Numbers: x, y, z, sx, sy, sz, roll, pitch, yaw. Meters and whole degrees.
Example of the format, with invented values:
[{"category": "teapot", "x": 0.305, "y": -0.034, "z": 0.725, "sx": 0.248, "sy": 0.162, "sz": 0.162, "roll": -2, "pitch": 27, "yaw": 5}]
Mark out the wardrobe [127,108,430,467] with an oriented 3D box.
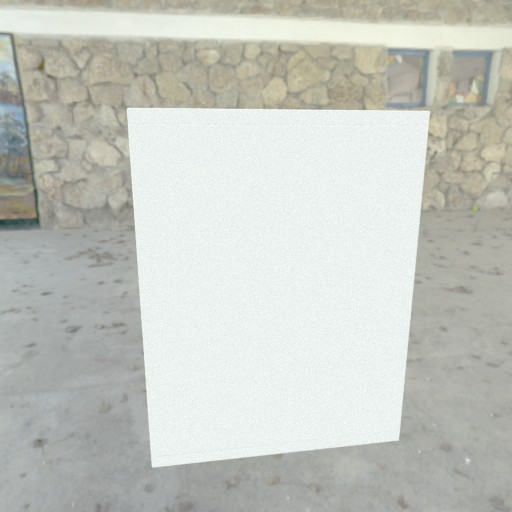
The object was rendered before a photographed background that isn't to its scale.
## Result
[{"category": "wardrobe", "x": 0.000, "y": 0.000, "z": 0.876, "sx": 0.400, "sy": 0.520, "sz": 0.500, "roll": -2, "pitch": 15, "yaw": -9}]
